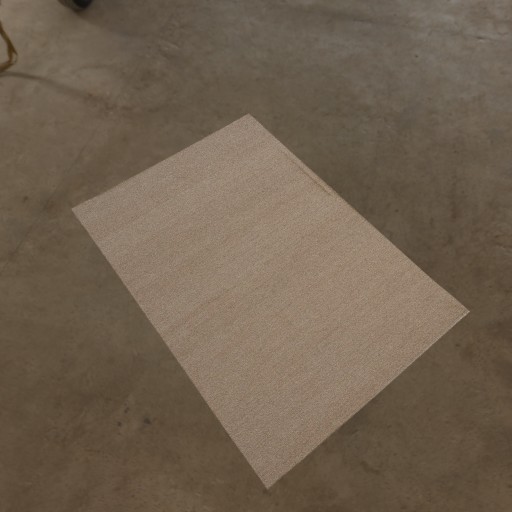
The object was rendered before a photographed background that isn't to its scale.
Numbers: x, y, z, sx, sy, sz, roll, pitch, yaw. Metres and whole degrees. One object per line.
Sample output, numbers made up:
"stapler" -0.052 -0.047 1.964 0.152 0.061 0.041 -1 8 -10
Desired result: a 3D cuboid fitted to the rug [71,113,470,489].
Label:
"rug" 0.000 0.000 3.737 2.032 0.038 2.869 -33 64 -19
